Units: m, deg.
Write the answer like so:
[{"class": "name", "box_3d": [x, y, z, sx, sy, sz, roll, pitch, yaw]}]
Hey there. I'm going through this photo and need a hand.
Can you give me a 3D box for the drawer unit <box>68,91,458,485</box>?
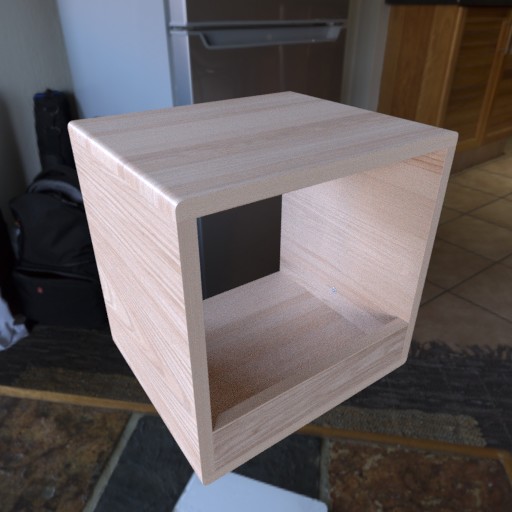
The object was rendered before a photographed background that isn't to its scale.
[{"class": "drawer unit", "box_3d": [0.000, 0.000, 0.593, 0.344, 0.344, 0.290, -19, 36, -29]}]
